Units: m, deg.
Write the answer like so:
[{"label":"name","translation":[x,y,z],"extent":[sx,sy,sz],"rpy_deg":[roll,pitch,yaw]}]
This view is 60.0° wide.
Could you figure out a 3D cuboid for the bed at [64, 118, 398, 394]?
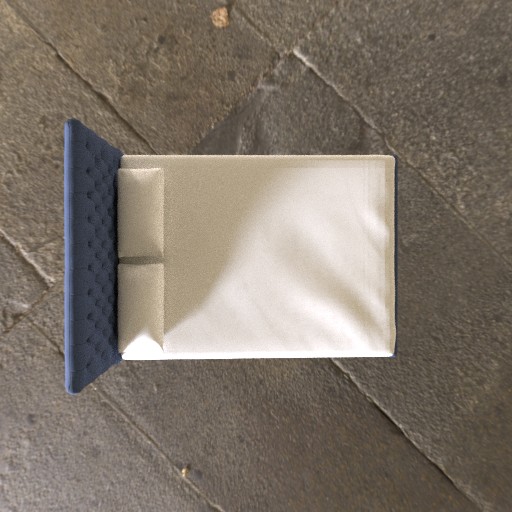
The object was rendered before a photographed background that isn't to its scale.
[{"label":"bed","translation":[0.000,0.000,3.416],"extent":[2.387,1.427,1.706],"rpy_deg":[0,90,0]}]
